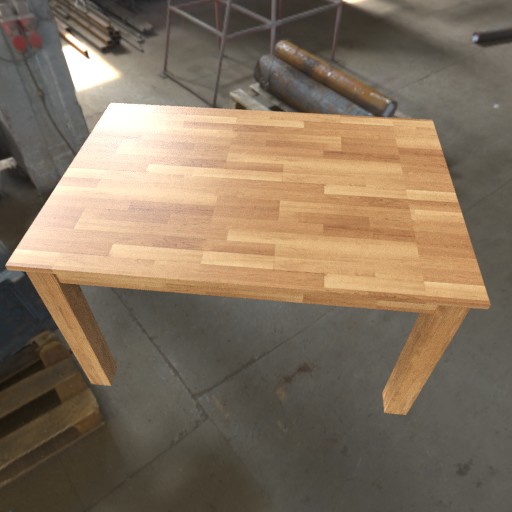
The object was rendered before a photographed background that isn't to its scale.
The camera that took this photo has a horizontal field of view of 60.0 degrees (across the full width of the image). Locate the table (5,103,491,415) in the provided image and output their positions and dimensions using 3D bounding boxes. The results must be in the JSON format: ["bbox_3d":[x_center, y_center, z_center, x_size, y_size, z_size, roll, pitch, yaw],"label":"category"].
[{"bbox_3d":[0.000,0.000,1.757,1.300,0.750,0.900,4,48,4],"label":"table"}]
